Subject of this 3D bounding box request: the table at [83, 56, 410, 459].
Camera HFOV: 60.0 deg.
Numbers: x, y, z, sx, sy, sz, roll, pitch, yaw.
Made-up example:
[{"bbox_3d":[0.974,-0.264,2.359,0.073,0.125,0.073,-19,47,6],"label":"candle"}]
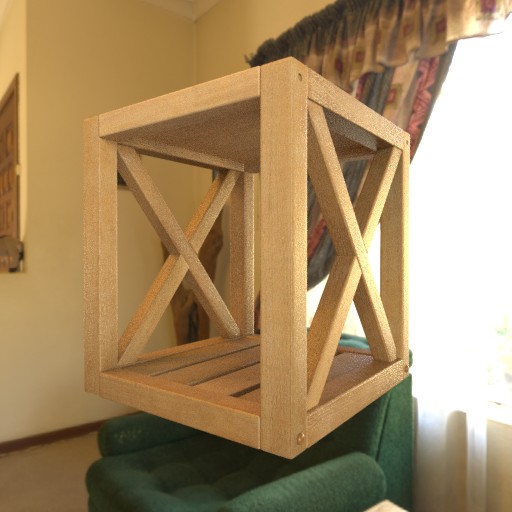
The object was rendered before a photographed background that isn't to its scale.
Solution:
[{"bbox_3d":[0.000,0.000,1.051,0.558,0.610,0.559,1,1,37],"label":"table"}]
